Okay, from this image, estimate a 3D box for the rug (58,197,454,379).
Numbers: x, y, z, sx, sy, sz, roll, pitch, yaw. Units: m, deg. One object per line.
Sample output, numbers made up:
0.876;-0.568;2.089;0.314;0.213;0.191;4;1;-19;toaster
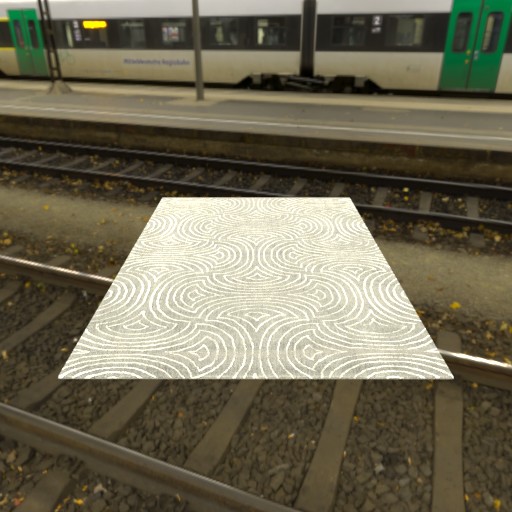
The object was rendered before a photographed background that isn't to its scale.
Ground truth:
0.000;0.000;2.687;1.543;0.015;2.144;0;26;0;rug
